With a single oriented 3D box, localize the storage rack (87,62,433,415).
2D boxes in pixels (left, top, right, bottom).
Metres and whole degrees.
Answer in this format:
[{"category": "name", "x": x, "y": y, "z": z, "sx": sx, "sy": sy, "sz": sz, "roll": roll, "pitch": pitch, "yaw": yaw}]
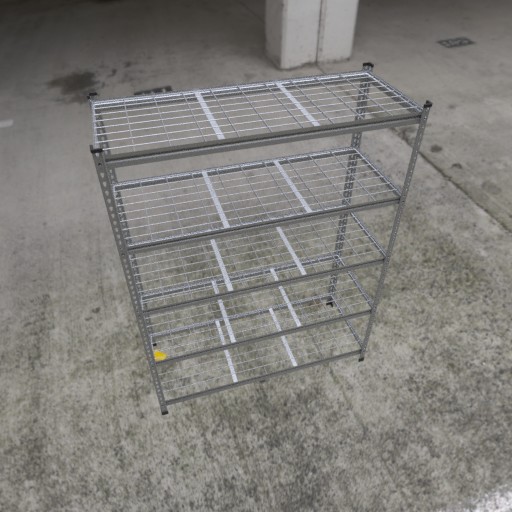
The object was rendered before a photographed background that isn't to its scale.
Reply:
[{"category": "storage rack", "x": 0.000, "y": 0.000, "z": 2.742, "sx": 1.524, "sy": 1.981, "sz": 0.610, "roll": -11, "pitch": 43, "yaw": -13}]
